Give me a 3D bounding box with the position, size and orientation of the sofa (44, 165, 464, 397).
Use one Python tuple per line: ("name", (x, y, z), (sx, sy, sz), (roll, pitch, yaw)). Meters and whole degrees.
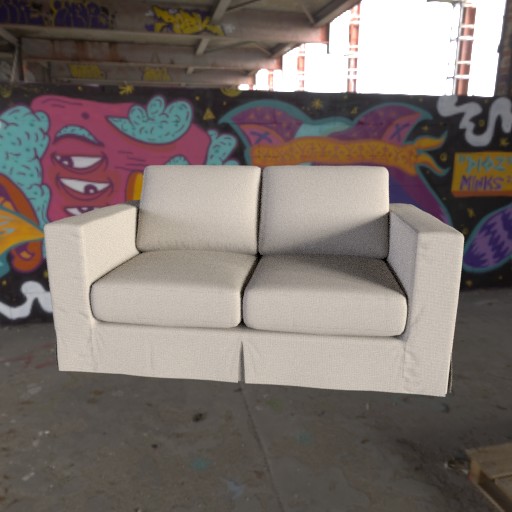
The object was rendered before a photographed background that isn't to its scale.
("sofa", (0.000, 0.000, 2.364), (1.813, 0.932, 1.009), (2, 14, 7))
